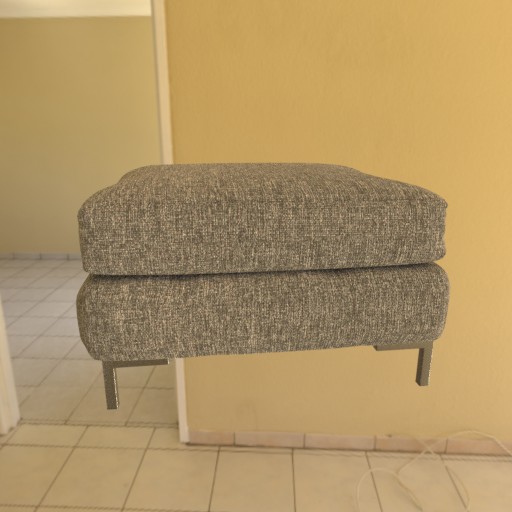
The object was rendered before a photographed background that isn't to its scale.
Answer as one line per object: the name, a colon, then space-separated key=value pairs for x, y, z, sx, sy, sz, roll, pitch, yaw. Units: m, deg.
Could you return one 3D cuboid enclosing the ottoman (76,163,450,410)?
ottoman: x=0.000 y=0.000 z=1.219 sx=0.828 sy=0.480 sz=0.683 roll=-2 pitch=17 yaw=-7
